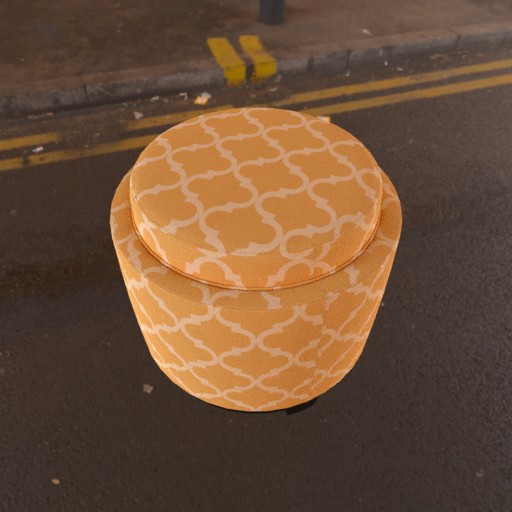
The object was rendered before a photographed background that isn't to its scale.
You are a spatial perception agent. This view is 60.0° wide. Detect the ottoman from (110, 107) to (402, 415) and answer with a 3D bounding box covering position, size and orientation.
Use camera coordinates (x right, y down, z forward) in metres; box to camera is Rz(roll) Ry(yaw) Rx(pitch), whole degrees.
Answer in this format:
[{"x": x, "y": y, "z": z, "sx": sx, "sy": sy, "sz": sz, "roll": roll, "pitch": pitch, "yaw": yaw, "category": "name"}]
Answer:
[{"x": 0.000, "y": 0.000, "z": 0.835, "sx": 0.480, "sy": 0.429, "sz": 0.480, "roll": 0, "pitch": 46, "yaw": 0, "category": "ottoman"}]
